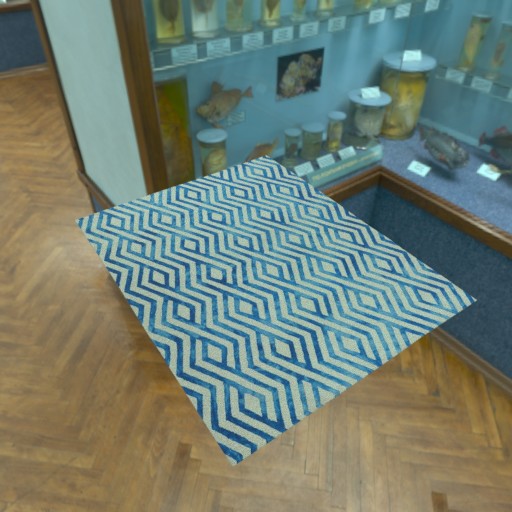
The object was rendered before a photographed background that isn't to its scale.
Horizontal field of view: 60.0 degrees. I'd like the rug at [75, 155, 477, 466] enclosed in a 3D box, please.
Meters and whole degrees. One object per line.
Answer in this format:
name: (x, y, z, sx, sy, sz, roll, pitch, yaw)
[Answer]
rug: (0.000, 0.000, 4.172, 2.453, 0.008, 3.059, -24, 47, -25)
